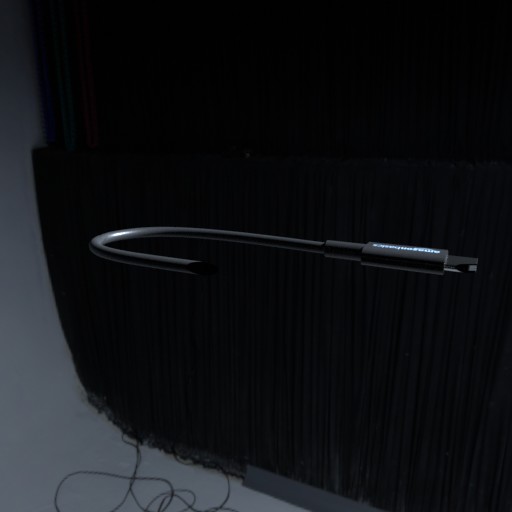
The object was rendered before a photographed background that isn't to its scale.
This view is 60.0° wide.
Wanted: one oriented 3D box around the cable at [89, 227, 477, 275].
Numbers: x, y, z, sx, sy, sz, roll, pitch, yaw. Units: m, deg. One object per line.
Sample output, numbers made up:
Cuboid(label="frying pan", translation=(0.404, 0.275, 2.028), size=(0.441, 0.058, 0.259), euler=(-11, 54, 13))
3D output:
Cuboid(label="cable", translation=(0.000, 0.000, 0.110), size=(0.098, 0.005, 0.041), euler=(8, 17, 26))
